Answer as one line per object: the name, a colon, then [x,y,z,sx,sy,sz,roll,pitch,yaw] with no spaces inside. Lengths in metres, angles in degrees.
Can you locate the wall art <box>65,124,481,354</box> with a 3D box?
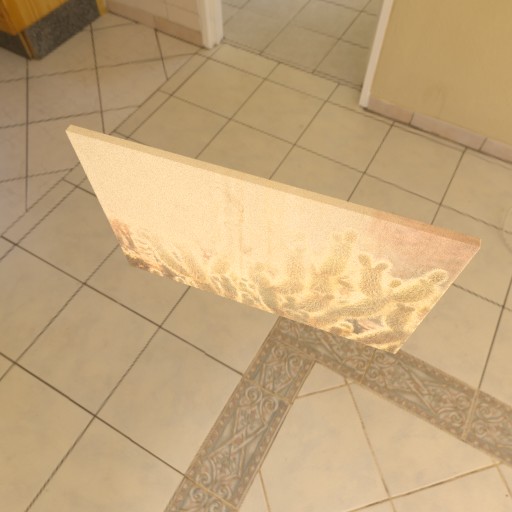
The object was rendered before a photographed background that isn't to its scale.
wall art: [0.000,0.000,1.977,1.525,1.012,0.038,17,60,10]
